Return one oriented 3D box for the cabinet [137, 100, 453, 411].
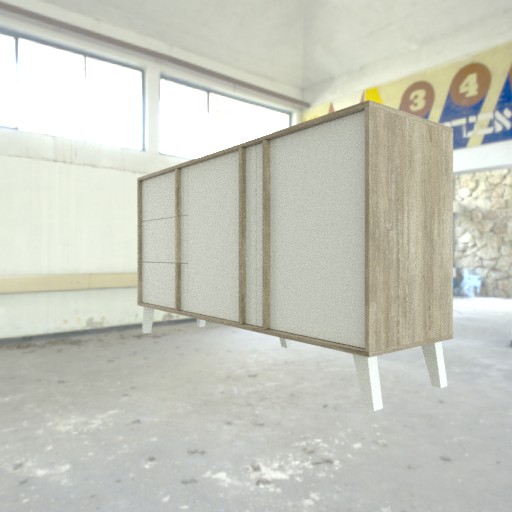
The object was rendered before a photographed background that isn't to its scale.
[{"bbox_3d":[0.000,0.000,1.998,0.450,0.870,1.600,0,0,-38],"label":"cabinet"}]
